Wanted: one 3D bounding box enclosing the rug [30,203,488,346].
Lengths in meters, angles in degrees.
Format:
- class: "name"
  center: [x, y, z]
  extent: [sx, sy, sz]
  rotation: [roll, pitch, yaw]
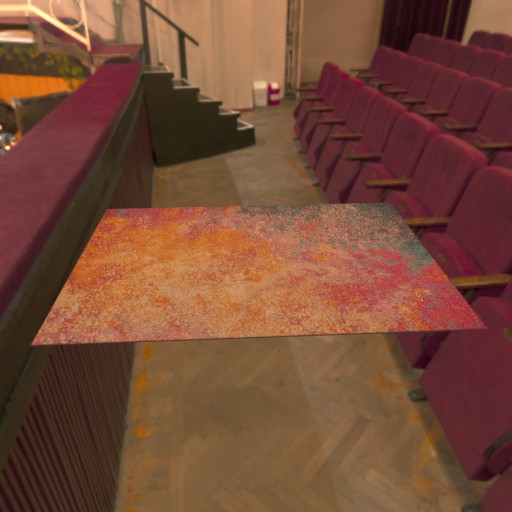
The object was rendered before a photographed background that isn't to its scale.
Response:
- class: "rug"
  center: [0.000, 0.000, 3.647]
  extent: [2.896, 0.013, 2.007]
  rotation: [-2, 31, -3]
